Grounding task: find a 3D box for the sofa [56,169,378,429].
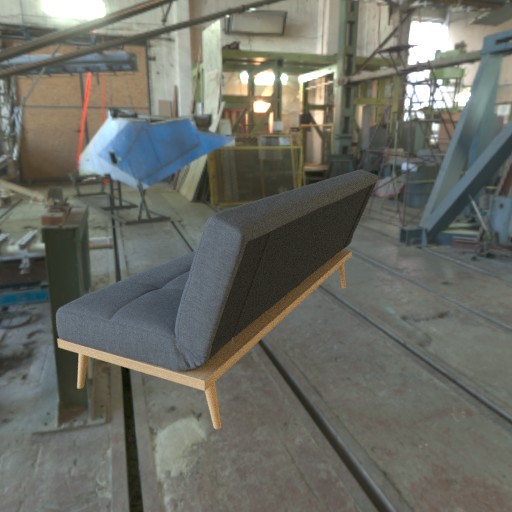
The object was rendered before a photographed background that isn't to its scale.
[{"bbox_3d":[0.000,0.000,2.249,0.820,0.770,1.820,8,17,25],"label":"sofa"}]
